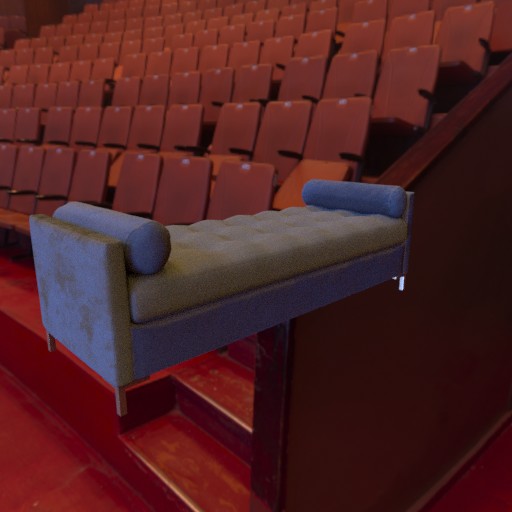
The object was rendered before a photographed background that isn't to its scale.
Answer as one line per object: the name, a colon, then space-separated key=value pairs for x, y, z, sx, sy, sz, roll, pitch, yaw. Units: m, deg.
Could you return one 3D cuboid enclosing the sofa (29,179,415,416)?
sofa: x=0.000 y=0.000 z=2.469 sx=2.102 sy=0.705 sz=0.796 roll=-14 pitch=20 yaw=-42
